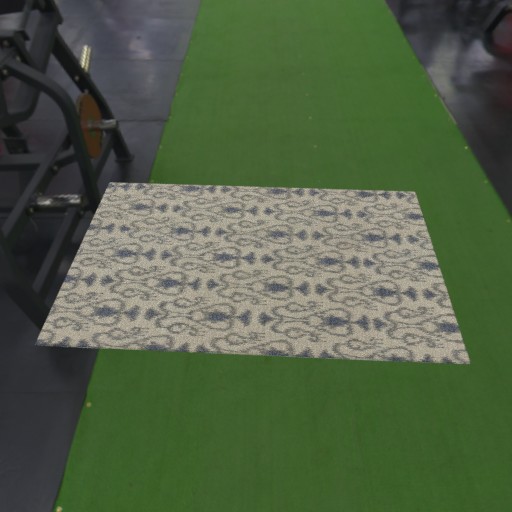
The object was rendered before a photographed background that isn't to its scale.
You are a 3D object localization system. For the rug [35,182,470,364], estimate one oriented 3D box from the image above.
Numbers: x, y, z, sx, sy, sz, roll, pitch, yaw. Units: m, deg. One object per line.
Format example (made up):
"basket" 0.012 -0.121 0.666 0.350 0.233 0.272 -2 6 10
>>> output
"rug" 0.000 0.000 2.033 1.652 0.006 1.035 2 46 2
